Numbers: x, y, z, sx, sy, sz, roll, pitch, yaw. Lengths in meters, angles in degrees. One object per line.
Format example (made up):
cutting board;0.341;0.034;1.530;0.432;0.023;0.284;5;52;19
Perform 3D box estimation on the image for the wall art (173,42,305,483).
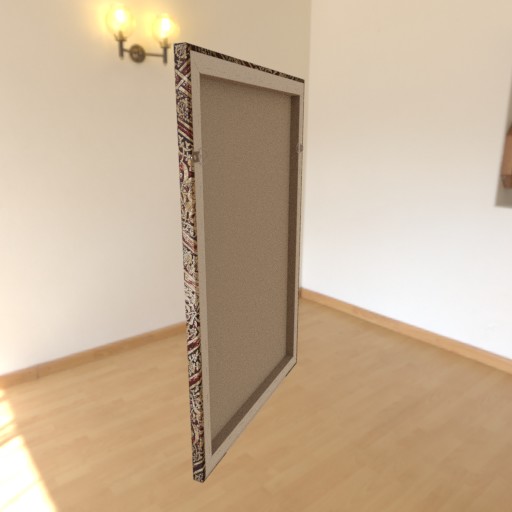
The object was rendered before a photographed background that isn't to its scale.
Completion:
wall art;0.000;0.000;0.754;0.020;0.599;0.397;7;17;25
